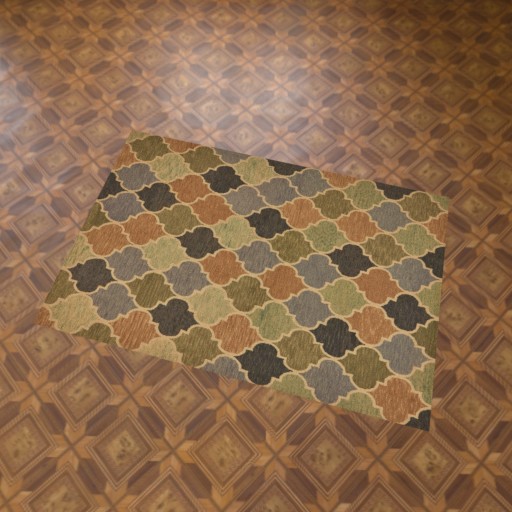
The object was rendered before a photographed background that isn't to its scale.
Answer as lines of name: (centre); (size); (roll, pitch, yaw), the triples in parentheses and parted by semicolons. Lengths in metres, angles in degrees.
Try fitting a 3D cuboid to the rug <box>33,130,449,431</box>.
rug: (0.000, 0.000, 2.784); (2.284, 0.006, 1.521); (13, 64, 7)
